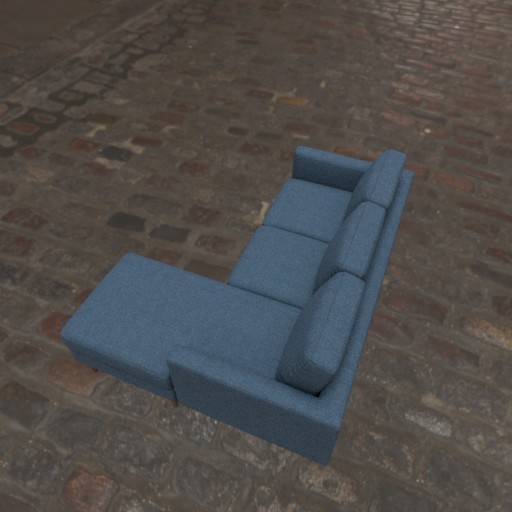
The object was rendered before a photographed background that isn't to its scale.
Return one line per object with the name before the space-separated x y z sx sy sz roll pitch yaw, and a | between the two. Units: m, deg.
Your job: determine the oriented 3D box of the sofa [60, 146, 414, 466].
sofa | 0.000 0.000 2.988 1.667 0.957 2.055 17 50 15
